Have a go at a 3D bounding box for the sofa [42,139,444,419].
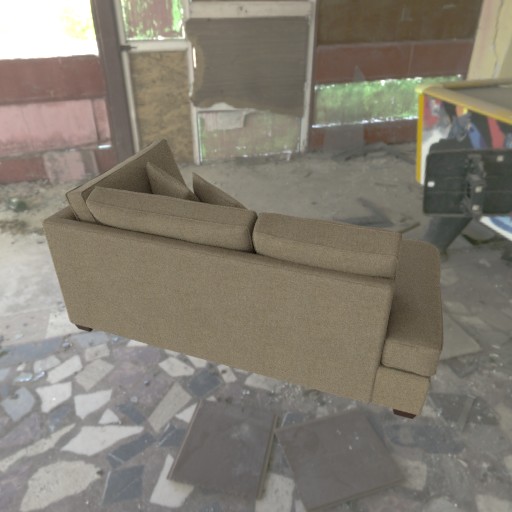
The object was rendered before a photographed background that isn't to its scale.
[{"bbox_3d":[0.000,0.000,2.802,2.238,1.019,1.110,11,33,17],"label":"sofa"}]
